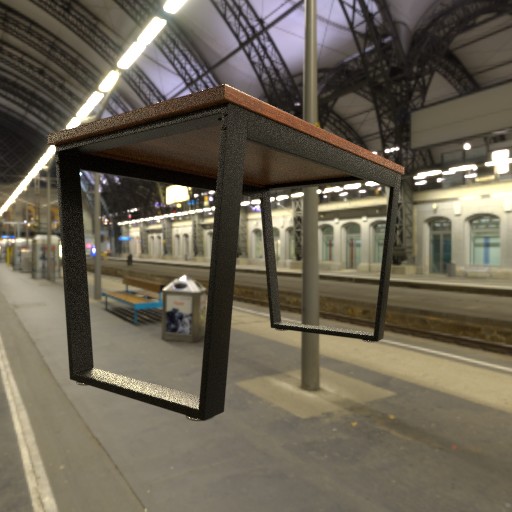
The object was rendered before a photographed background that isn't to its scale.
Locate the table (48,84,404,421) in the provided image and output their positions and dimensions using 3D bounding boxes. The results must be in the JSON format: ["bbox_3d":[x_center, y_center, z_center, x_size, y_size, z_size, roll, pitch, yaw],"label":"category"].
[{"bbox_3d":[0.000,0.000,1.650,0.714,0.760,1.205,1,1,36],"label":"table"}]
